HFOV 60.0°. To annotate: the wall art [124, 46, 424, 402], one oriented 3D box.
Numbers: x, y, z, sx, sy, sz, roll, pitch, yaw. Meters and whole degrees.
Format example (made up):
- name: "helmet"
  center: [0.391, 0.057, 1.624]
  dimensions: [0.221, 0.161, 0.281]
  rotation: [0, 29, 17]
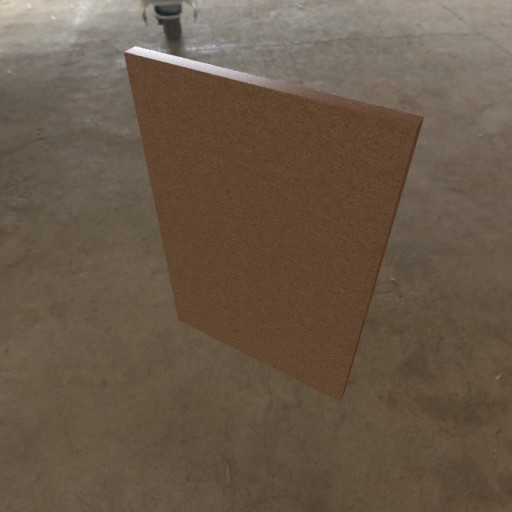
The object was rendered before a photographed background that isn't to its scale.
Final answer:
- name: "wall art"
  center: [0.000, 0.000, 1.139]
  dimensions: [0.610, 0.914, 0.037]
  rotation: [22, 49, 21]
